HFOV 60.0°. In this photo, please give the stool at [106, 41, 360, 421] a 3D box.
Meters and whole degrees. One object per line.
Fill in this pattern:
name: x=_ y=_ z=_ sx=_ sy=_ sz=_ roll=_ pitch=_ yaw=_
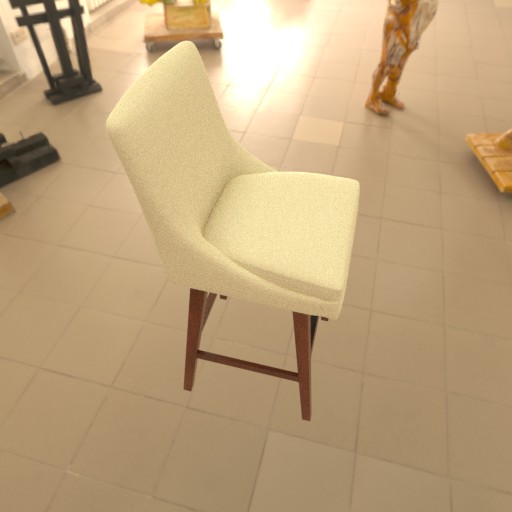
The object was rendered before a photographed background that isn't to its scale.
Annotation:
stool: x=0.000 y=0.000 z=1.373 sx=0.559 sy=1.097 sz=0.470 roll=11 pitch=48 yaw=10
